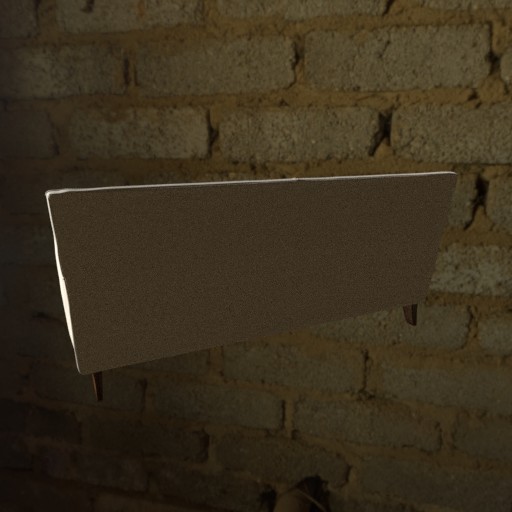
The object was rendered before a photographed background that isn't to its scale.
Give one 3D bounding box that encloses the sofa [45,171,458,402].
[{"bbox_3d":[0.000,0.000,2.411,2.001,0.907,0.841,-7,17,-25],"label":"sofa"}]
